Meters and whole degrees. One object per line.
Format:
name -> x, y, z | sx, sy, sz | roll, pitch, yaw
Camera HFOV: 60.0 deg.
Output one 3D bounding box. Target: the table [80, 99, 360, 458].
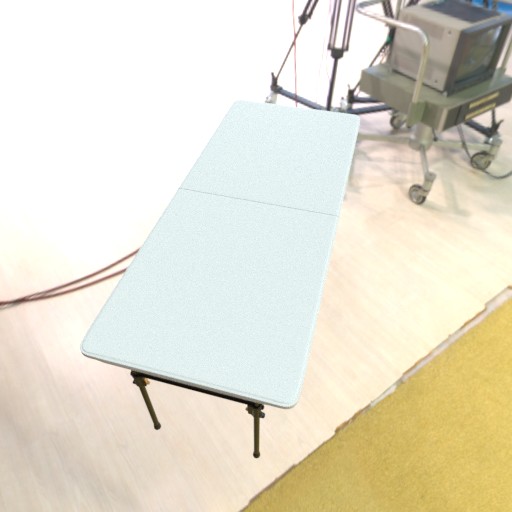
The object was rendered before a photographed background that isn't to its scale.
table -> 0.000, 0.000, 2.277 | 0.761, 0.719, 1.829 | 11, 47, 11
